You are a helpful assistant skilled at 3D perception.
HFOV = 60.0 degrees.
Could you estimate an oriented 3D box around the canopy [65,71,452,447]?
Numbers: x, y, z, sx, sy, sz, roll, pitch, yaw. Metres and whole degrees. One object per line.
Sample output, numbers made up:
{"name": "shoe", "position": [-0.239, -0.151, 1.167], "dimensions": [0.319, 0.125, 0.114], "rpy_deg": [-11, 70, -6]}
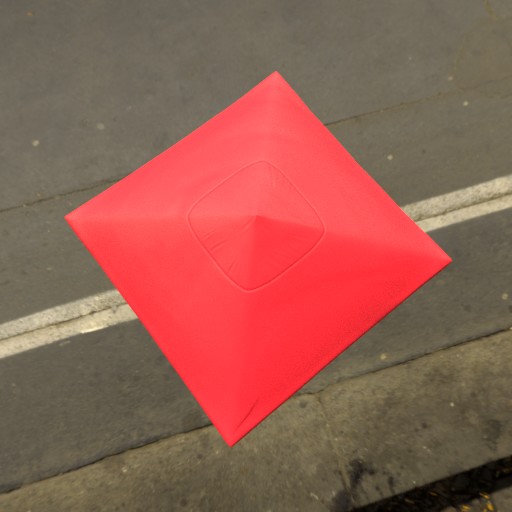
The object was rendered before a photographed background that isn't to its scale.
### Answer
{"name": "canopy", "position": [0.000, 0.000, 5.477], "dimensions": [2.998, 2.997, 2.996], "rpy_deg": [-37, 79, -9]}
